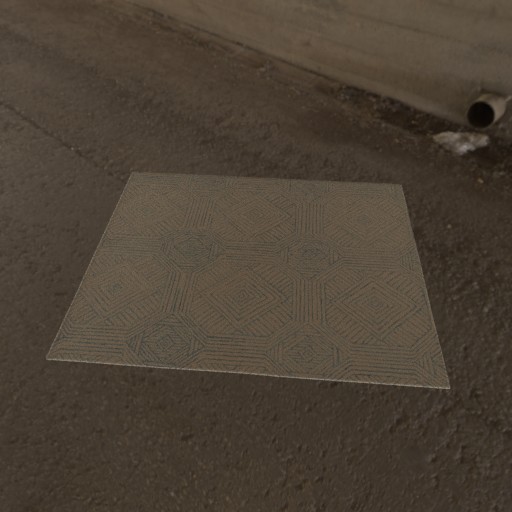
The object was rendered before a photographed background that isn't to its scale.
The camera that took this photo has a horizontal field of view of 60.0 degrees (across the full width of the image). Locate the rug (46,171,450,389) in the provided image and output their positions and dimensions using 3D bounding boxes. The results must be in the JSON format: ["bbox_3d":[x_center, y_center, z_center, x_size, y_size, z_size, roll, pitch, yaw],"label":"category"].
[{"bbox_3d":[0.000,0.000,4.171,3.049,0.015,2.457,3,46,3],"label":"rug"}]
